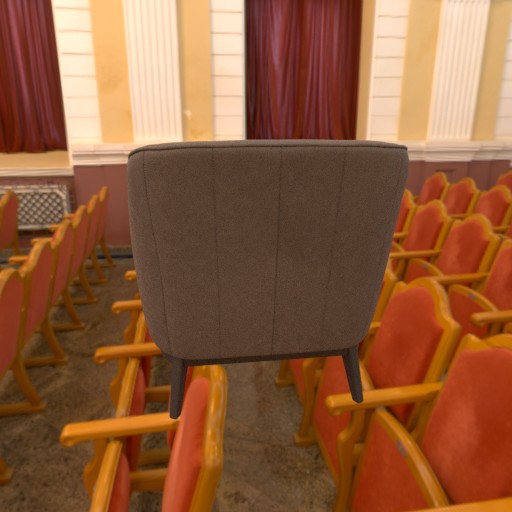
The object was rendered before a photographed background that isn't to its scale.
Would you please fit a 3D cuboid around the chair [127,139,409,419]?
[{"bbox_3d":[0.000,0.000,1.570,0.871,0.830,0.852,-2,17,-8],"label":"chair"}]
